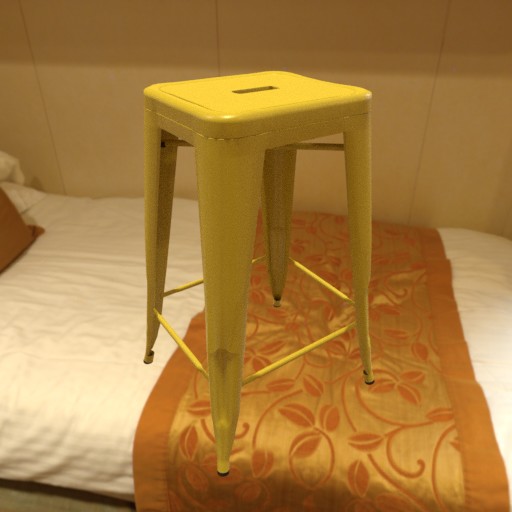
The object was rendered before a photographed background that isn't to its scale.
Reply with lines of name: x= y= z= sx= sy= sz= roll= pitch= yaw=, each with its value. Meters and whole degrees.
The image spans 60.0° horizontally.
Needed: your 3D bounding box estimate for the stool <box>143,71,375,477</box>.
stool: x=0.000 y=0.000 z=0.845 sx=0.399 sy=0.609 sz=0.359 roll=-20 pitch=36 yaw=-30
